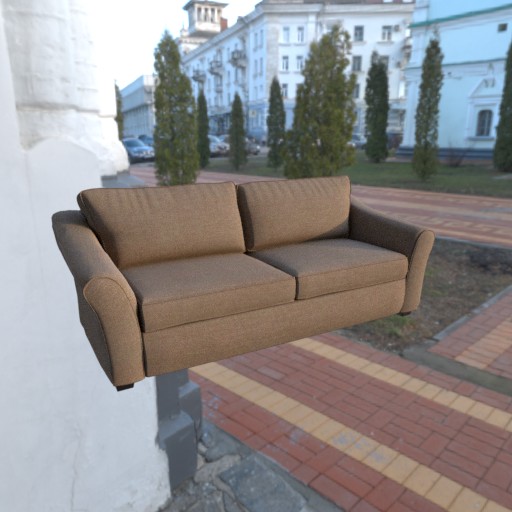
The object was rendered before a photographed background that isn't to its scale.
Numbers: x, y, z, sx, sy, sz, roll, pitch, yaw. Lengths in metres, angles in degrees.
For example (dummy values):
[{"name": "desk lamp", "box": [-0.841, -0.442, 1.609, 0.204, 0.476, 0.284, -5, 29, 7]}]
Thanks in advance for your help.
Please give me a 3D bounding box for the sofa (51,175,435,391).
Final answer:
[{"name": "sofa", "box": [0.000, 0.000, 2.829, 2.270, 0.906, 0.986, -8, 17, -28]}]
